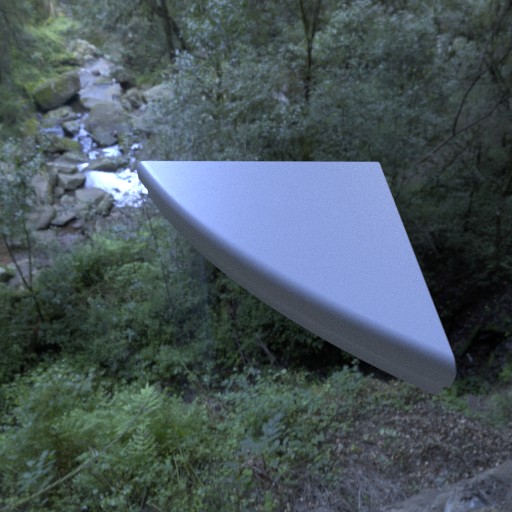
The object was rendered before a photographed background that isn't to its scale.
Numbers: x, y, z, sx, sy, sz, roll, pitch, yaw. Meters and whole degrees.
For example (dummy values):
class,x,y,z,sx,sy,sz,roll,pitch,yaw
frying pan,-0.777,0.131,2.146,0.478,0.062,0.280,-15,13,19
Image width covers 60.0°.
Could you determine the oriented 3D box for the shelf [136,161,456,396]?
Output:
class,x,y,z,sx,sy,sz,roll,pitch,yaw
shelf,0.000,0.000,0.461,0.310,0.050,0.310,0,41,0
